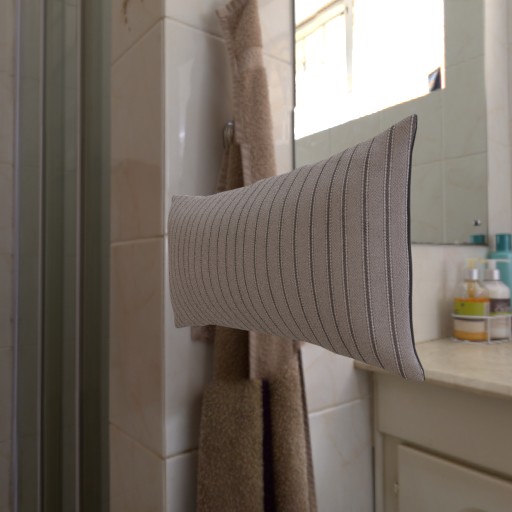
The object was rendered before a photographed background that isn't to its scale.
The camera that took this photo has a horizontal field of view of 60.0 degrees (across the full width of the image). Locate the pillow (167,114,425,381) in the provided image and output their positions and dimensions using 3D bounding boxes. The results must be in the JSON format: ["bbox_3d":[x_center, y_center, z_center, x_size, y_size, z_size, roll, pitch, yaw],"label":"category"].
[{"bbox_3d":[0.000,0.000,0.735,0.151,0.305,0.609,1,-2,-37],"label":"pillow"}]
